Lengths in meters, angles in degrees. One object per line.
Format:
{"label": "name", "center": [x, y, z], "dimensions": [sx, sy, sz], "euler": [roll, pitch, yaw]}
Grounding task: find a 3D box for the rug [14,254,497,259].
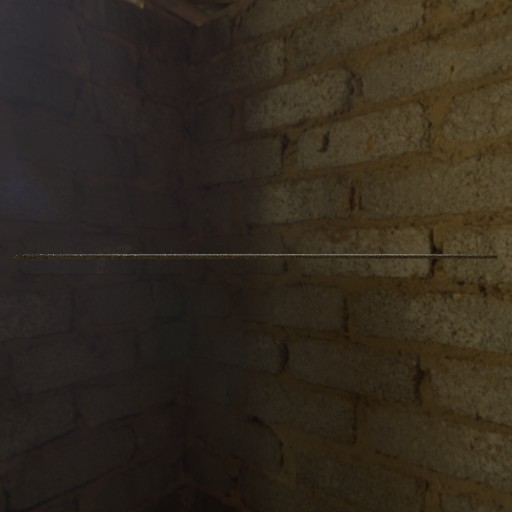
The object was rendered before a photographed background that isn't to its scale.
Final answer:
{"label": "rug", "center": [0.000, 0.000, 2.860], "dimensions": [2.297, 0.018, 1.532], "euler": [0, 0, 2]}
